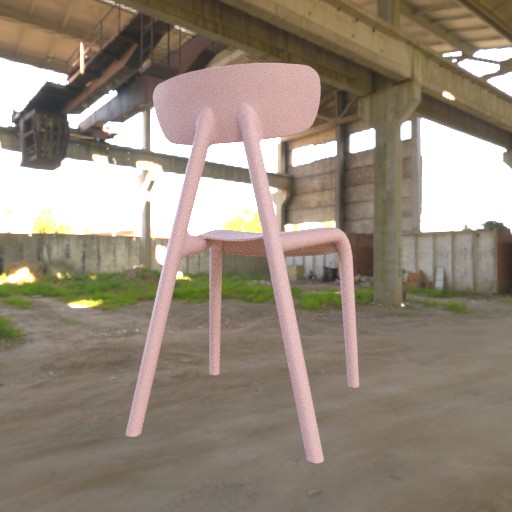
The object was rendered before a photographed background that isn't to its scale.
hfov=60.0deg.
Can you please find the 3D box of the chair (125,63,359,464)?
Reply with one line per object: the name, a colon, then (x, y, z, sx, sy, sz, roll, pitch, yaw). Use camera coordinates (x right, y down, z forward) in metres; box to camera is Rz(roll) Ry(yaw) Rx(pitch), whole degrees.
chair: (0.000, 0.000, 0.849, 0.356, 0.580, 0.401, 0, 0, 18)
